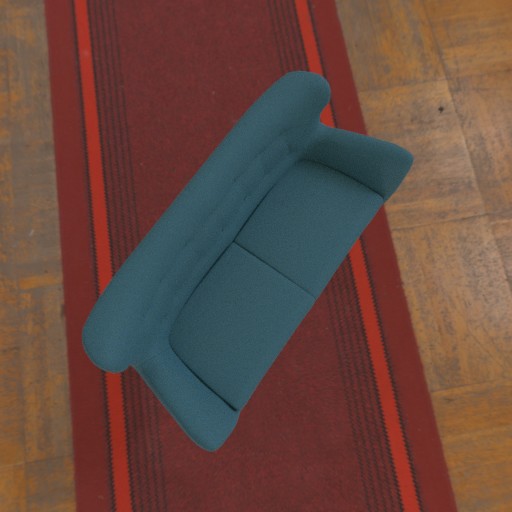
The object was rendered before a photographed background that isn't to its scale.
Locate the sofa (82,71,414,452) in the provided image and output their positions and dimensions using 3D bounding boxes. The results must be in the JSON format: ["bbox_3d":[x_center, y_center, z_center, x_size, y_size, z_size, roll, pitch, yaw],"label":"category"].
[{"bbox_3d":[0.000,0.000,2.530,0.889,0.890,1.930,35,79,8],"label":"sofa"}]
